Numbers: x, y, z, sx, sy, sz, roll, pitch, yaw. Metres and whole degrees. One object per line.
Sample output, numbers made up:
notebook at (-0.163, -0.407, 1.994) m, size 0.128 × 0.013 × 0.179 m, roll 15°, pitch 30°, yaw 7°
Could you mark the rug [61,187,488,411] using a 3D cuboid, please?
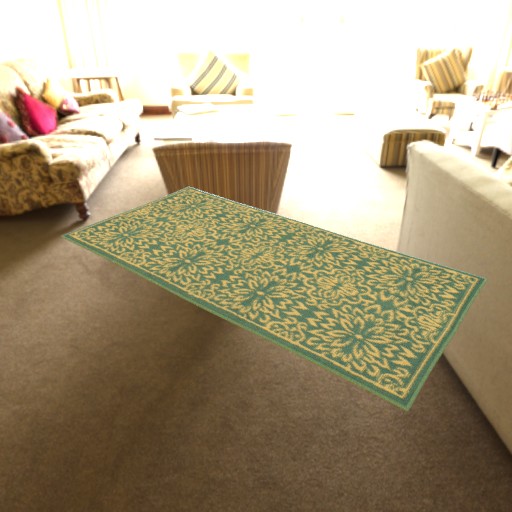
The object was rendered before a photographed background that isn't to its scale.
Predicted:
rug at (0.000, 0.000, 1.393) m, size 1.219 × 0.007 × 0.604 m, roll 21°, pitch 36°, yaw 32°
